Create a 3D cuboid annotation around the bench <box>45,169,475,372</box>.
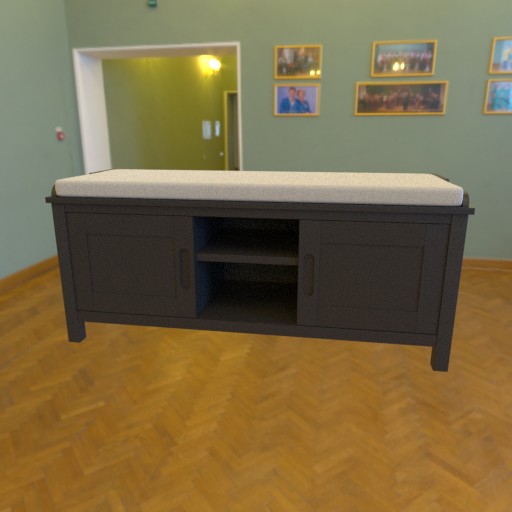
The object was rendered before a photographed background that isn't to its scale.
[{"bbox_3d":[0.000,0.000,1.405,1.140,0.501,0.398,3,16,9],"label":"bench"}]
